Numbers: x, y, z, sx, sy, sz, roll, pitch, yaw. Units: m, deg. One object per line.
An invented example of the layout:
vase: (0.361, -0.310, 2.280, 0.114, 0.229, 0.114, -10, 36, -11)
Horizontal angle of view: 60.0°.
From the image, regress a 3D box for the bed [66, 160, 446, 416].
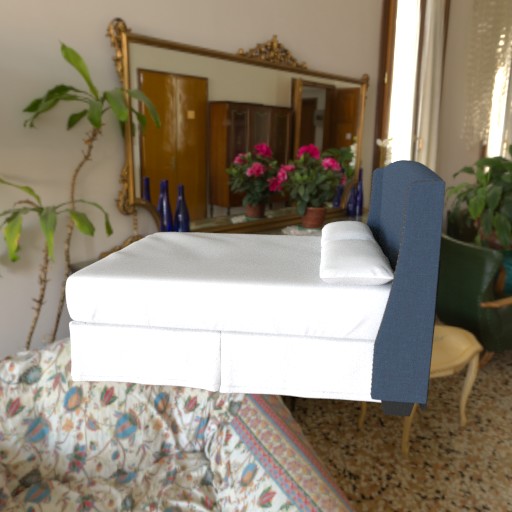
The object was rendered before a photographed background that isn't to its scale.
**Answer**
bed: (0.000, 0.000, 3.315, 2.237, 1.407, 1.710, 2, 14, 8)
